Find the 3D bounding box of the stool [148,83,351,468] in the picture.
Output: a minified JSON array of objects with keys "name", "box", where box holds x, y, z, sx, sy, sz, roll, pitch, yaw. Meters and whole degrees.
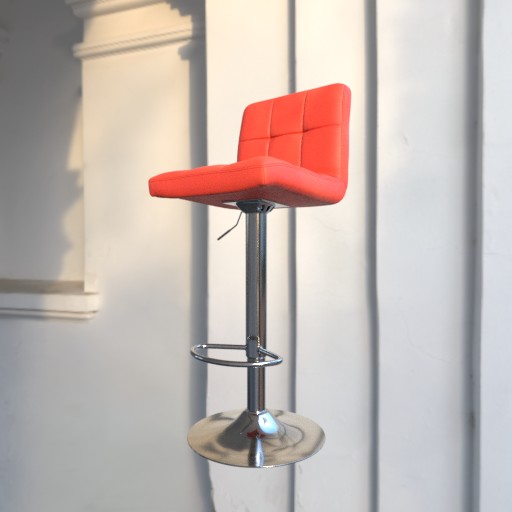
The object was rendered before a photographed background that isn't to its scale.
[{"name":"stool","box":[0.000,0.000,1.365,0.430,1.115,0.505,1,1,36]}]
